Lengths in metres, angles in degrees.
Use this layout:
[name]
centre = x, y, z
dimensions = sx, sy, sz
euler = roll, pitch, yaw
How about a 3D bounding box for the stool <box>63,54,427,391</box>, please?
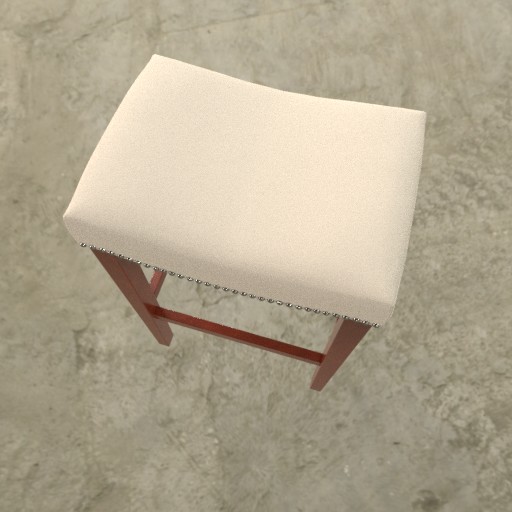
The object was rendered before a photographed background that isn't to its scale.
[stool]
centre = 0.000, 0.000, 1.002
dimensions = 0.504, 0.742, 0.372
euler = 15, 65, 7
